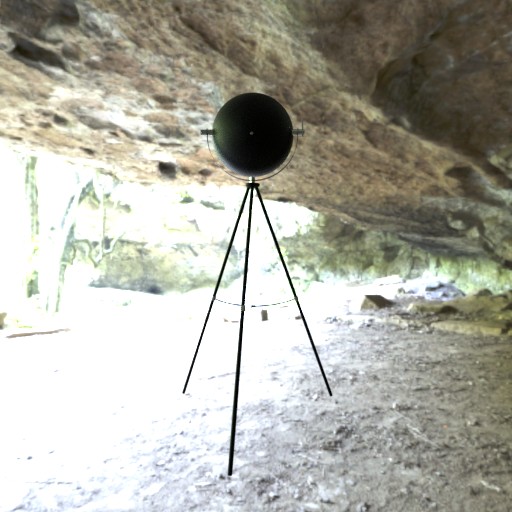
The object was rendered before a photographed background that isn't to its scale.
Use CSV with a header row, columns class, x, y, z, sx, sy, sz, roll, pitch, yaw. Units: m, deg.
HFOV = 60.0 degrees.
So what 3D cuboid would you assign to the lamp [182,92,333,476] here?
class,x,y,z,sx,sy,sz,roll,pitch,yaw
lamp,0.000,0.000,1.973,0.817,1.512,0.920,0,0,0
